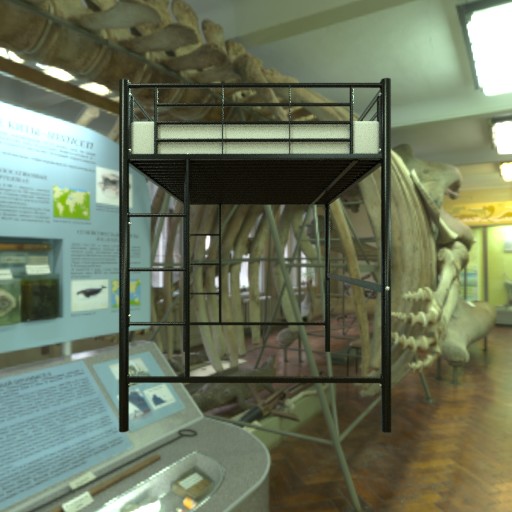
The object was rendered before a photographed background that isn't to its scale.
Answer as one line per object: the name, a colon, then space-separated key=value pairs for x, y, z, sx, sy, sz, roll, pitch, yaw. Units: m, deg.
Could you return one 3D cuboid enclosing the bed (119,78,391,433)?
bed: x=0.000 y=0.000 z=3.245 sx=1.397 sy=1.803 sz=1.994 roll=0 pitch=0 yaw=0
